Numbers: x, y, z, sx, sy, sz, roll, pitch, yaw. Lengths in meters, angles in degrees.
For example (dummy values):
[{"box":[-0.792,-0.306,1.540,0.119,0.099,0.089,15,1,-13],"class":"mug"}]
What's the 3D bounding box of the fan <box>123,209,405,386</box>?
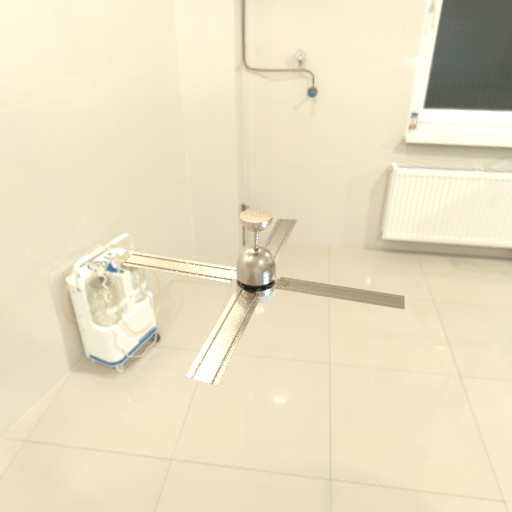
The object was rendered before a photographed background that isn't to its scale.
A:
[{"box":[0.000,0.000,2.025,1.346,0.406,1.346,8,31,13],"class":"fan"}]
